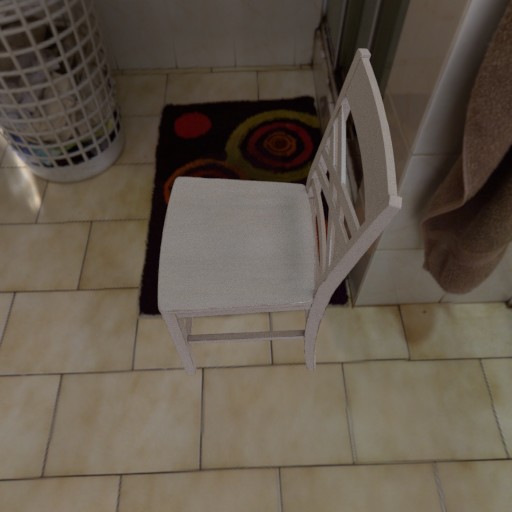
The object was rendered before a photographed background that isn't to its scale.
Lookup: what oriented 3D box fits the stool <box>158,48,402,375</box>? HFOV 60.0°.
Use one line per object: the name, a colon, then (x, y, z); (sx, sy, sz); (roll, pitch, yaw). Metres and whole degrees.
stool: (0.000, 0.000, 1.353); (0.539, 1.079, 0.462); (0, 58, 0)
